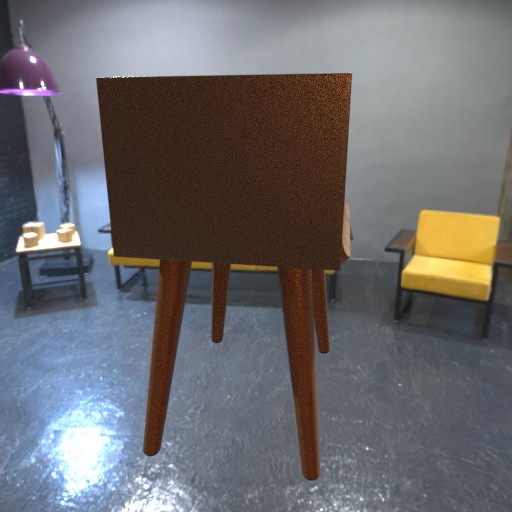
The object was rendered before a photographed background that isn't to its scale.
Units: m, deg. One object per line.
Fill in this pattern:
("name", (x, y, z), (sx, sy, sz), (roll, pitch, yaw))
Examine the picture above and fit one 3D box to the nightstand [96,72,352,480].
("nightstand", (0.000, 0.000, 0.711), (0.288, 0.508, 0.370), (3, 18, 11))
